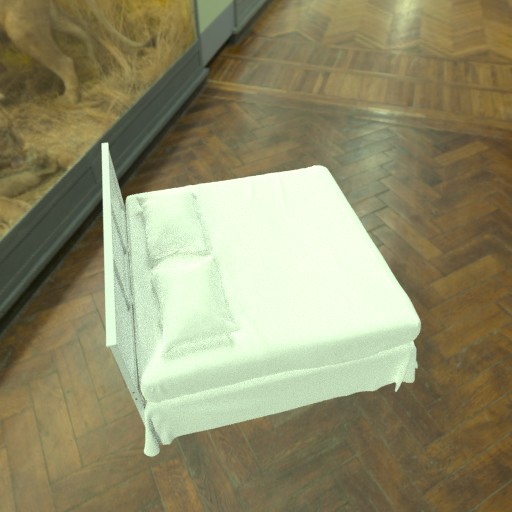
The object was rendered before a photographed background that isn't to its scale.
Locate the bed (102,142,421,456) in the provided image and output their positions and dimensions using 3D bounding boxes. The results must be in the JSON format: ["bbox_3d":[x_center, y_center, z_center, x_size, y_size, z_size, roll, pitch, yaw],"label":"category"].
[{"bbox_3d":[0.000,0.000,3.656,2.215,1.273,2.317,-10,47,-10],"label":"bed"}]
